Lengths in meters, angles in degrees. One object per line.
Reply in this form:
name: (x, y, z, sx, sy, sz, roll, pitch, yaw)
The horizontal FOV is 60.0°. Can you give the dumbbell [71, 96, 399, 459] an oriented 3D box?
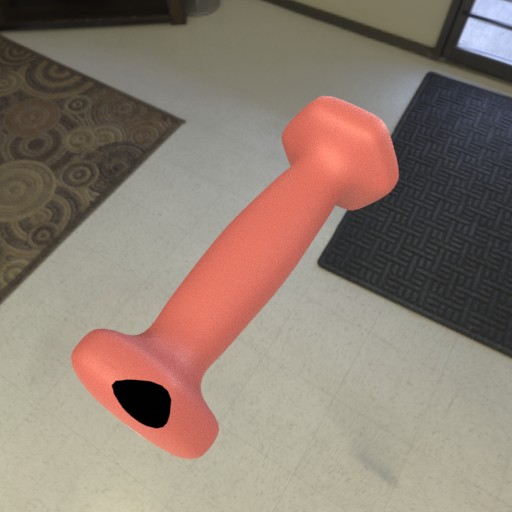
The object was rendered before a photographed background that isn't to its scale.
dumbbell: (0.000, 0.000, 0.142, 0.047, 0.043, 0.123, 31, 64, 17)
